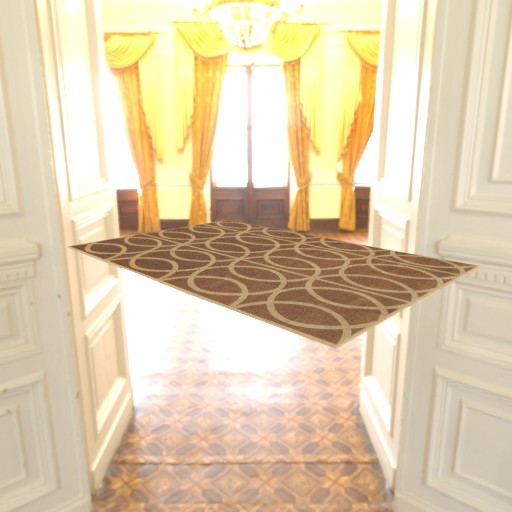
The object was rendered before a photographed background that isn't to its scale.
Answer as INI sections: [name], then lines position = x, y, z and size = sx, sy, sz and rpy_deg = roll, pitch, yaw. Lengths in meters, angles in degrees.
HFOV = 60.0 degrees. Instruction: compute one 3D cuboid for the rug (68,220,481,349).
[rug]
position = 0.000, 0.000, 2.914
size = 2.294, 0.014, 1.528
rpy_deg = 14, 20, 42
